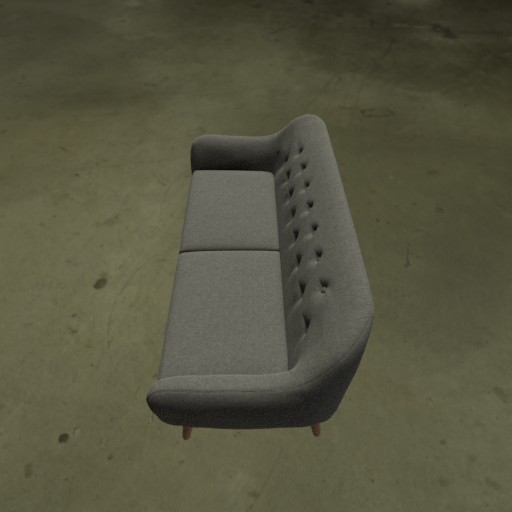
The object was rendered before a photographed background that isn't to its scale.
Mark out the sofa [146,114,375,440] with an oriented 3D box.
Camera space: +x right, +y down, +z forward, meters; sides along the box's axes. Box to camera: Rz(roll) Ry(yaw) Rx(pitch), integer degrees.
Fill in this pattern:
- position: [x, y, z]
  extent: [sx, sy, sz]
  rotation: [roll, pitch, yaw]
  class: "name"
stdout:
- position: [0.000, 0.000, 2.278]
  extent: [0.820, 0.820, 1.840]
  rotation: [0, 43, -1]
  class: "sofa"
